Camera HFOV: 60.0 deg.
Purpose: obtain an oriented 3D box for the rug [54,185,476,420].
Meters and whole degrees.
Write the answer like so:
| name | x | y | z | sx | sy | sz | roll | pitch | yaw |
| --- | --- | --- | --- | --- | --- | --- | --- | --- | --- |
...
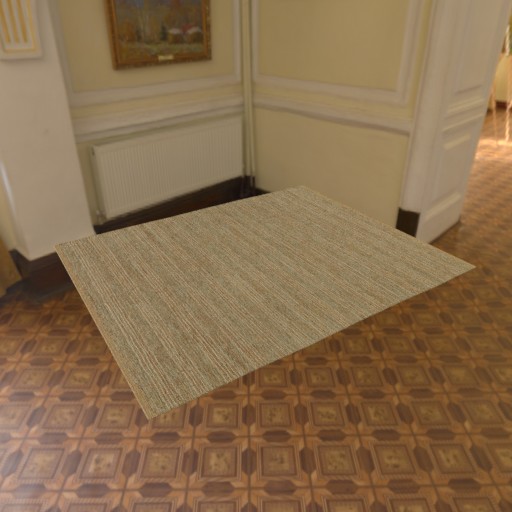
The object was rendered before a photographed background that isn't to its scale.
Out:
| name | x | y | z | sx | sy | sz | roll | pitch | yaw |
| --- | --- | --- | --- | --- | --- | --- | --- | --- | --- |
| rug | 0.000 | 0.000 | 4.076 | 3.034 | 0.012 | 2.471 | -18 | 34 | -29 |
